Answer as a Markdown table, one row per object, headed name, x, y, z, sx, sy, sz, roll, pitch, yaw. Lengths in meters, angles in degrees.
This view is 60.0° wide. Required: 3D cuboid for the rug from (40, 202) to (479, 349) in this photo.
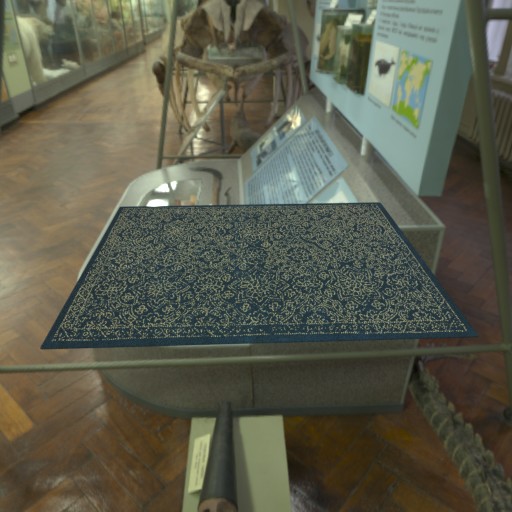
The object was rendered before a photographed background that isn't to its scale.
| name | x | y | z | sx | sy | sz | roll | pitch | yaw |
| --- | --- | --- | --- | --- | --- | --- | --- | --- | --- |
| rug | 0.000 | 0.000 | 4.122 | 3.048 | 0.010 | 2.438 | -1 | 30 | -2 |
